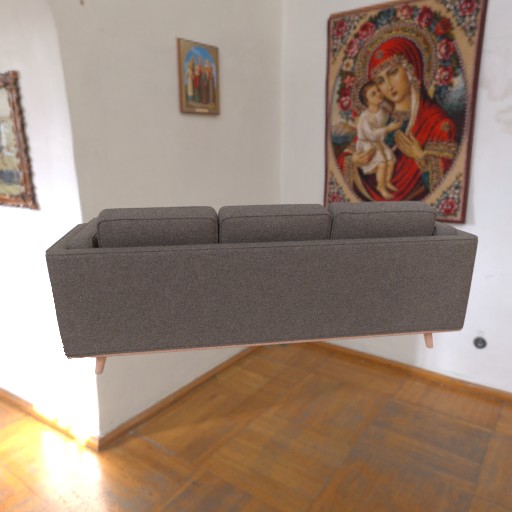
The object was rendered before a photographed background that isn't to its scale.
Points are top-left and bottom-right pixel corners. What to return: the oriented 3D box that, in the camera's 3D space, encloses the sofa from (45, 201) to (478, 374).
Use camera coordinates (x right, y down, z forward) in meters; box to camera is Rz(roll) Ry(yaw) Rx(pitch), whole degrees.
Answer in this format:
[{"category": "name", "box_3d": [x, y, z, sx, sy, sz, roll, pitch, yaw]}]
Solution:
[{"category": "sofa", "box_3d": [0.000, 0.000, 3.188, 2.411, 0.929, 1.604, -2, 15, -9]}]
